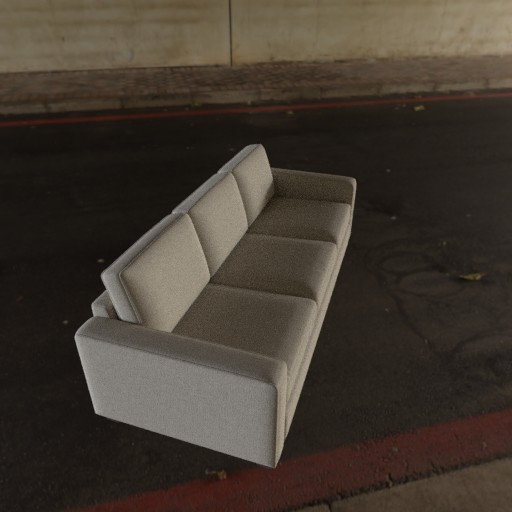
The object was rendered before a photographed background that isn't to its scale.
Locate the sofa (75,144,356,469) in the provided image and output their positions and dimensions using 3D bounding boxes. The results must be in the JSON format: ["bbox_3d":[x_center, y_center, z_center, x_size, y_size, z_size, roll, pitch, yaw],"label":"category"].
[{"bbox_3d":[0.000,0.000,2.657,0.900,0.800,2.160,10,33,16],"label":"sofa"}]
